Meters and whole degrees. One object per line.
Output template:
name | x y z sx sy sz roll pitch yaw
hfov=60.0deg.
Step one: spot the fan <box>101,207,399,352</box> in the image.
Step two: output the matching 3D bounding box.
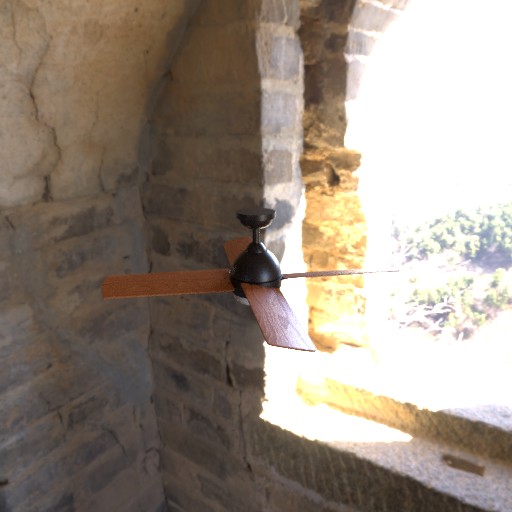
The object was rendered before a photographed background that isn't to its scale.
fan | 0.000 0.000 1.970 1.332 0.403 1.332 -3 17 -10
